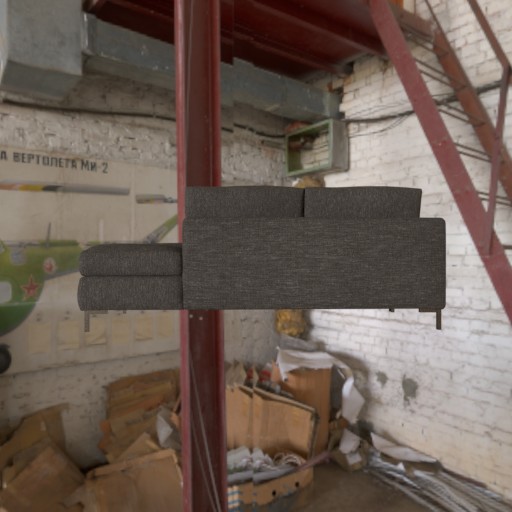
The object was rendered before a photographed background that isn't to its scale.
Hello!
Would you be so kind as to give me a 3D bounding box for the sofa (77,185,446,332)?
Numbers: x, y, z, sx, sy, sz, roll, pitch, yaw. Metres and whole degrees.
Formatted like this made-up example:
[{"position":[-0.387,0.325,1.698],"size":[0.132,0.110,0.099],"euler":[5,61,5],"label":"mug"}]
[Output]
[{"position":[0.000,0.000,3.832],"size":[2.007,0.815,2.949],"euler":[0,0,-2],"label":"sofa"}]
